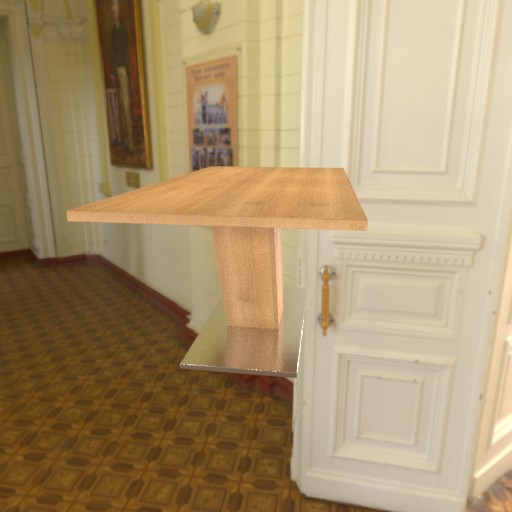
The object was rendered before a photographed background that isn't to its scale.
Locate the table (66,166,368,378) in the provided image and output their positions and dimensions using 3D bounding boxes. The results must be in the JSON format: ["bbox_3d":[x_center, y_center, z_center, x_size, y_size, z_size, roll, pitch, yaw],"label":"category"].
[{"bbox_3d":[0.000,0.000,2.249,0.900,0.750,1.800,2,16,8],"label":"table"}]
